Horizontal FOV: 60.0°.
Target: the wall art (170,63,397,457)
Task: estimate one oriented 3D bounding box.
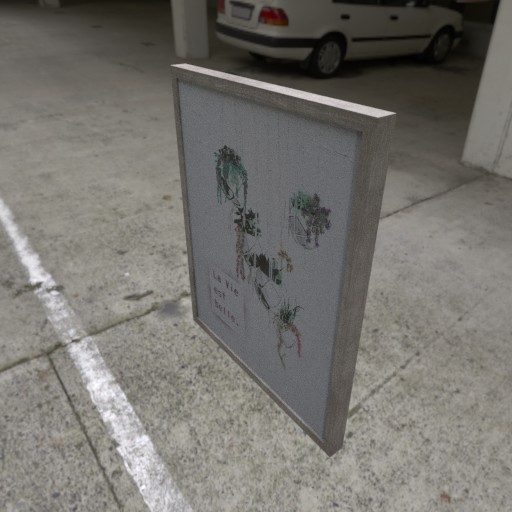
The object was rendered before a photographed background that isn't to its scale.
[{"bbox_3d":[0.000,0.000,0.708,0.032,0.521,0.421,-22,37,-31],"label":"wall art"}]
